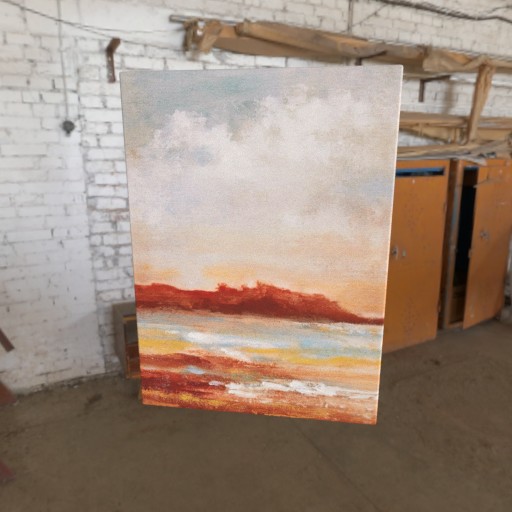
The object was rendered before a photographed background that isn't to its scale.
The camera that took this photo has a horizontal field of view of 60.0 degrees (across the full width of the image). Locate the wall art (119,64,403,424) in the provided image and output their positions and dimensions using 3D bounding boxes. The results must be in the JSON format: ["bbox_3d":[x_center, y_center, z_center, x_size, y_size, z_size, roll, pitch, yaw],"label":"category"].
[{"bbox_3d":[0.000,0.000,0.772,0.443,0.605,0.035,2,14,8],"label":"wall art"}]
